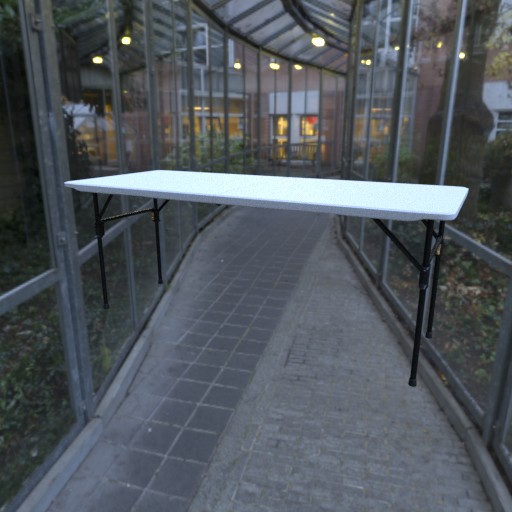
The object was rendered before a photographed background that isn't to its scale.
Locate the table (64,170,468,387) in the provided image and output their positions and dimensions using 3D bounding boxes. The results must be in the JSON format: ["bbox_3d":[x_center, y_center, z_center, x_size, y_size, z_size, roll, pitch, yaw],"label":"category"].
[{"bbox_3d":[0.000,0.000,2.237,1.829,0.719,0.761,8,18,27],"label":"table"}]
